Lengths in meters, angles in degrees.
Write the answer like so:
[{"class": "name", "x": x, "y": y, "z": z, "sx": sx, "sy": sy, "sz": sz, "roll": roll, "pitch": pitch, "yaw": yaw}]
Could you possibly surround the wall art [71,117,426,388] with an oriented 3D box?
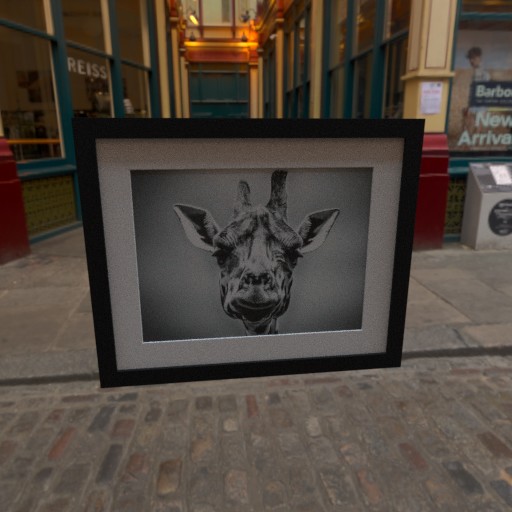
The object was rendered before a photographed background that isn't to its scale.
[{"class": "wall art", "x": 0.000, "y": 0.000, "z": 0.770, "sx": 0.558, "sy": 0.457, "sz": 0.031, "roll": -2, "pitch": 16, "yaw": -7}]
